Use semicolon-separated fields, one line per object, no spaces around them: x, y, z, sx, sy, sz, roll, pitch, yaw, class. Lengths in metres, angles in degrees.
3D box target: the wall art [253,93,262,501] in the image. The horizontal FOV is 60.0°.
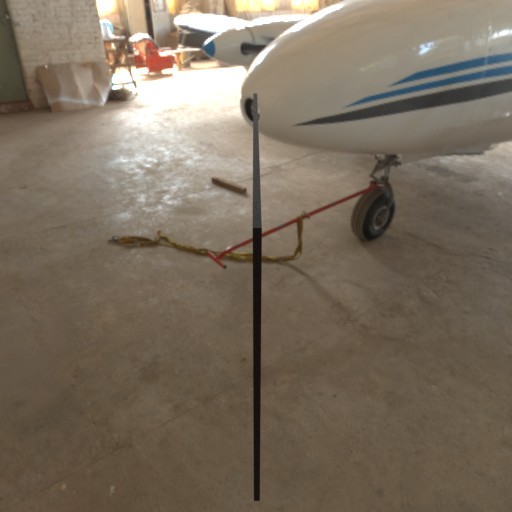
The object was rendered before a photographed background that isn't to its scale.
0.000;0.000;1.207;0.013;0.665;0.963;0;31;0;wall art
